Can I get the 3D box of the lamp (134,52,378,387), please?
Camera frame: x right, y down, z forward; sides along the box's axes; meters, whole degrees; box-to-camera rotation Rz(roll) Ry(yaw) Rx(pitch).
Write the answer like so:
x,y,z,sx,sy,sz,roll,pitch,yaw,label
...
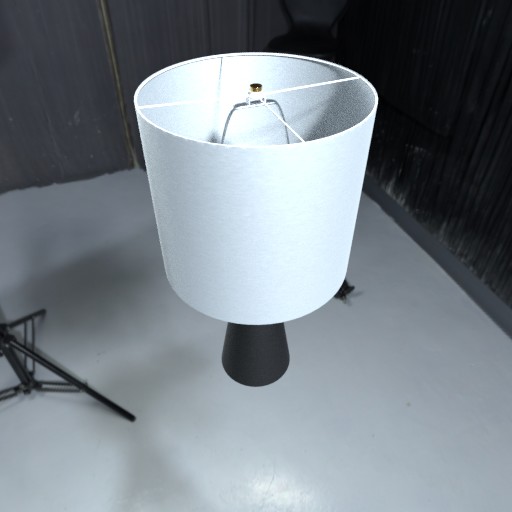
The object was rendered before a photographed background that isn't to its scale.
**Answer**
x,y,z,sx,sy,sz,roll,pitch,yaw,label
0.000,0.000,0.758,0.308,0.580,0.308,-13,43,-15,lamp
